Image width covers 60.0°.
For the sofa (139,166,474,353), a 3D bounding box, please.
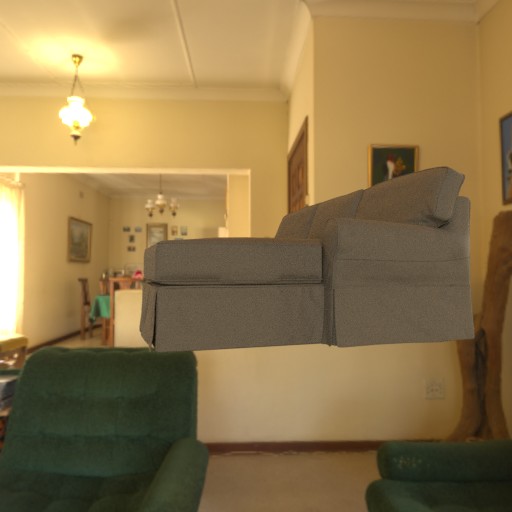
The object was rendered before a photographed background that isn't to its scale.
[{"bbox_3d":[0.000,0.000,3.294,1.733,0.978,2.475,1,-2,-19],"label":"sofa"}]
